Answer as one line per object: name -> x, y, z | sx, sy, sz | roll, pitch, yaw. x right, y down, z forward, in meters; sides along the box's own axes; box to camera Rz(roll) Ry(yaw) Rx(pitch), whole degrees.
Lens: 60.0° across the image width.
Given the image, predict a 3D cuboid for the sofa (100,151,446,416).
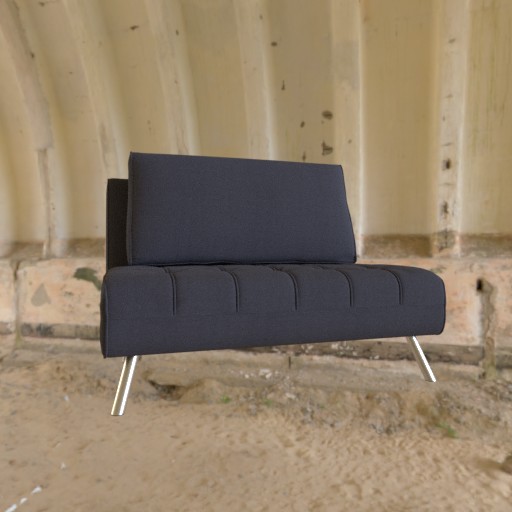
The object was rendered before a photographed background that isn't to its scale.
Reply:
sofa -> 0.000, 0.000, 1.872 | 1.220, 0.910, 0.910 | 0, 1, -17
